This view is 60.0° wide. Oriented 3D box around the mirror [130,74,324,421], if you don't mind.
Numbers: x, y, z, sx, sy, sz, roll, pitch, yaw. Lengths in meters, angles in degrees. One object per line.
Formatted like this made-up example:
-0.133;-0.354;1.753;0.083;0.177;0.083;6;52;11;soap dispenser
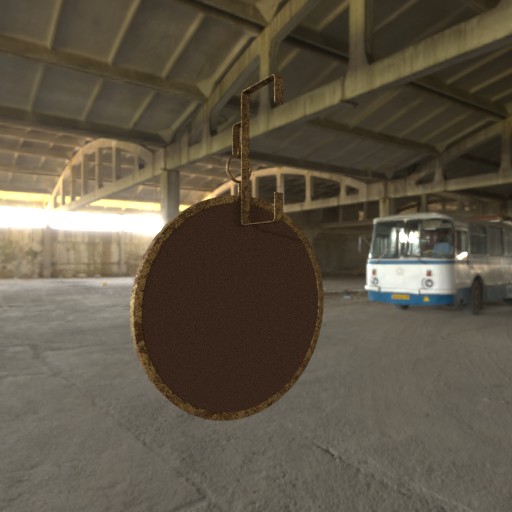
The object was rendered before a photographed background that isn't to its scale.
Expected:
0.000;0.000;0.850;0.447;0.651;0.144;0;0;-35;mirror
